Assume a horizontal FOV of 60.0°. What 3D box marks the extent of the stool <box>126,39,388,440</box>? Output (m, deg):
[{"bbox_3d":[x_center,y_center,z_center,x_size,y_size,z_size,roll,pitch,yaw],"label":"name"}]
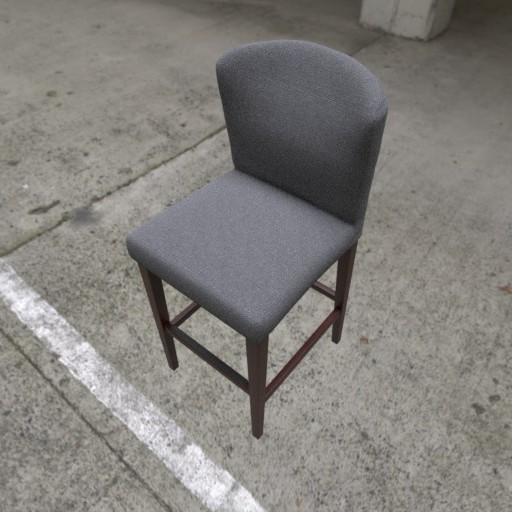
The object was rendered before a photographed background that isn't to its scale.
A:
[{"bbox_3d":[0.000,0.000,1.337,0.486,1.069,0.568,30,53,26],"label":"stool"}]
